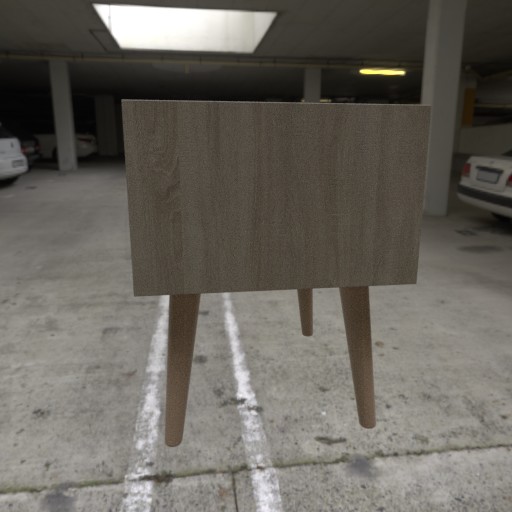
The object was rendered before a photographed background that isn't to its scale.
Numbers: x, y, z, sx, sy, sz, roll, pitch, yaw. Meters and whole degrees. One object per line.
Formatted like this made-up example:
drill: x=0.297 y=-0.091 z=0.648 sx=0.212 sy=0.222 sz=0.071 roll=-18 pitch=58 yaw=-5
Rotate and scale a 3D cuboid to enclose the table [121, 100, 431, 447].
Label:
table: x=0.000 y=0.000 z=0.788 sx=0.370 sy=0.470 sz=0.450 roll=-2 pitch=13 yaw=-8
